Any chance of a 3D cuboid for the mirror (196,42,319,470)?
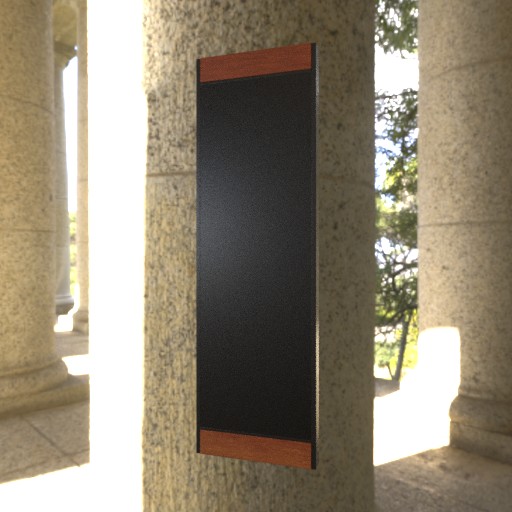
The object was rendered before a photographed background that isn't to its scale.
[{"bbox_3d":[0.000,0.000,1.234,0.343,1.123,0.047,0,0,17],"label":"mirror"}]
